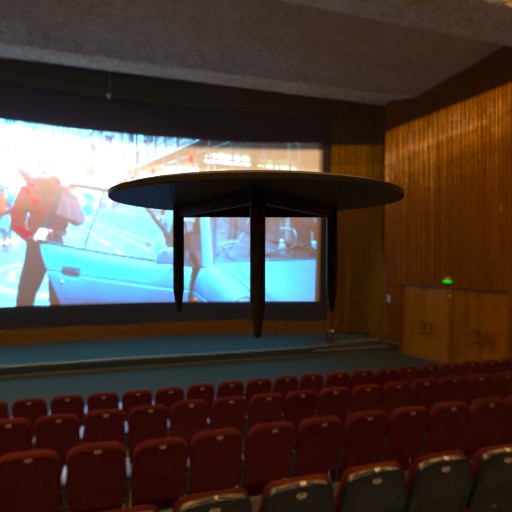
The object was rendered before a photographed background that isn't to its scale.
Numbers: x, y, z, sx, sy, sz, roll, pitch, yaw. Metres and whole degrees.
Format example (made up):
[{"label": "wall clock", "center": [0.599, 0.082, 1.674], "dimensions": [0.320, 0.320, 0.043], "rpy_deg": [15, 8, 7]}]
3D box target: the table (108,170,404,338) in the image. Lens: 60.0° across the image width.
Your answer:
[{"label": "table", "center": [0.000, 0.000, 1.422], "dimensions": [0.900, 0.400, 0.900], "rpy_deg": [0, 1, 0]}]
